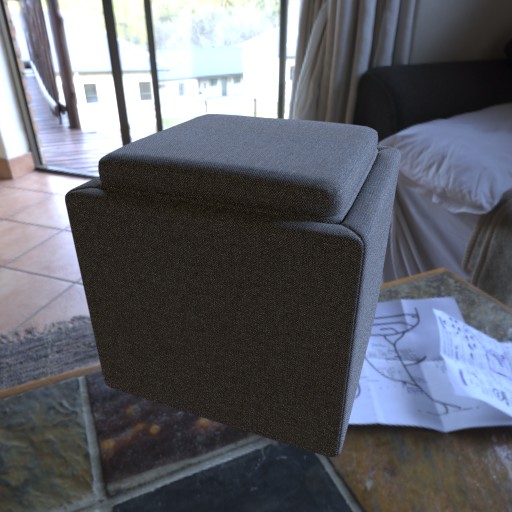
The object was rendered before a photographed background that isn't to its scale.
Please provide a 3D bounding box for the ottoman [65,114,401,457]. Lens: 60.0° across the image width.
[{"bbox_3d":[0.000,0.000,0.844,0.450,0.460,0.450,10,30,18],"label":"ottoman"}]
